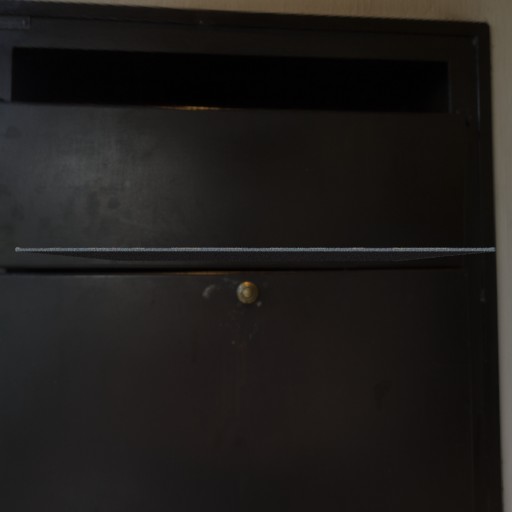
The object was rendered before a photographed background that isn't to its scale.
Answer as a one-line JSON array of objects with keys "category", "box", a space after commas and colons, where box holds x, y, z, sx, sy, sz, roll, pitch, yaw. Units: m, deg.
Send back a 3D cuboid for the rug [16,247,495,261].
[{"category": "rug", "box": [0.000, 0.000, 2.295, 1.829, 0.014, 1.235, 0, -2, 0]}]
